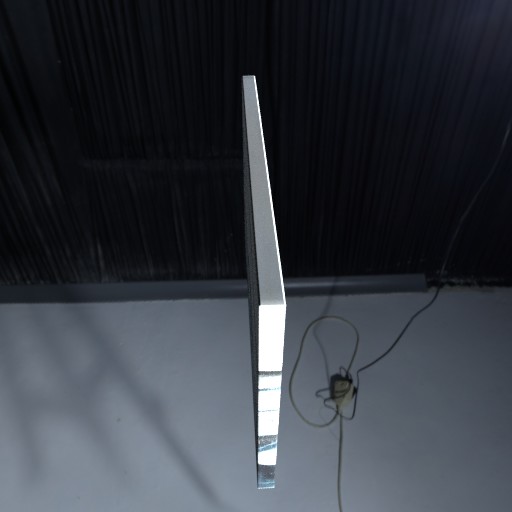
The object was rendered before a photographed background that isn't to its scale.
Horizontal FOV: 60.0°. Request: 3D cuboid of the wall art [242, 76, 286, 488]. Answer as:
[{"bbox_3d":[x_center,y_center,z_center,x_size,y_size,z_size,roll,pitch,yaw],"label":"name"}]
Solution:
[{"bbox_3d":[0.000,0.000,1.154,0.039,0.609,0.914,-2,41,-2],"label":"wall art"}]
